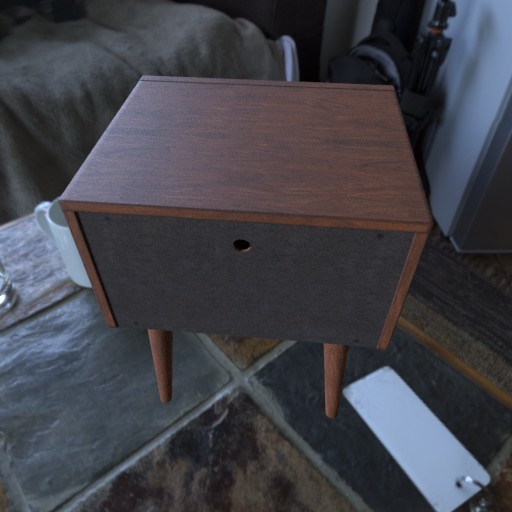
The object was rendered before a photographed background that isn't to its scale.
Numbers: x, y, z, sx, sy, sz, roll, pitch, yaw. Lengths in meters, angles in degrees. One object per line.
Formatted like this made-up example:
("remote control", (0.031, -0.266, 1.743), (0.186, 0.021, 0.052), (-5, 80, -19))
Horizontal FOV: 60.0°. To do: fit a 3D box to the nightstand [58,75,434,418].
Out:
("nightstand", (0.000, 0.000, 0.979), (0.521, 0.607, 0.445), (4, 45, 4))
